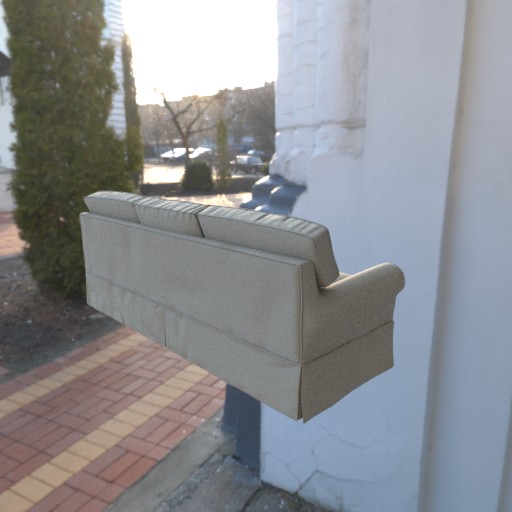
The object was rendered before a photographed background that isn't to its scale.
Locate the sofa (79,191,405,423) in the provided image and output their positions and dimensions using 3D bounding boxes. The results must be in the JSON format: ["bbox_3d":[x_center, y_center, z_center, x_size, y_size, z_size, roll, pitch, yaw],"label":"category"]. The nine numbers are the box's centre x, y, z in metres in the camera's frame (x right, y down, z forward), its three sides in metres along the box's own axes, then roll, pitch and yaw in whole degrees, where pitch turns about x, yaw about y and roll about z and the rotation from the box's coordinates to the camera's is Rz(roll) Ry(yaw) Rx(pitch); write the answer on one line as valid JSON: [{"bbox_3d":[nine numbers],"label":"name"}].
[{"bbox_3d":[0.000,0.000,3.424,1.733,0.978,2.475,-12,18,-43],"label":"sofa"}]
